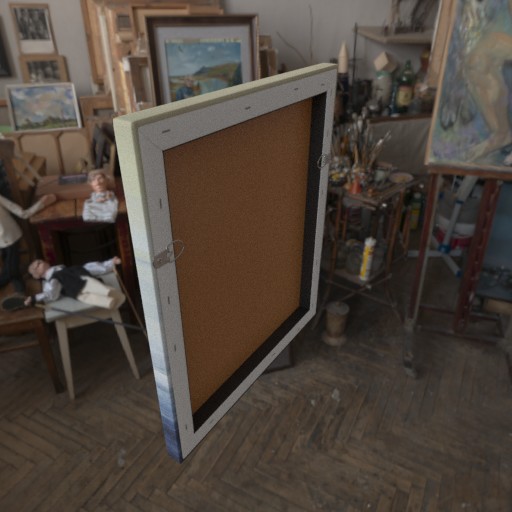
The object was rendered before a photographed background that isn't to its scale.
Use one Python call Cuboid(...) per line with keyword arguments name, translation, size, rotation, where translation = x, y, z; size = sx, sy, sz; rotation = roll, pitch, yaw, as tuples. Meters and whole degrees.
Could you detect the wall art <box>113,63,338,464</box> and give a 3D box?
Cuboid(name="wall art", translation=(0.000, 0.000, 0.966), size=(0.041, 0.710, 0.608), rotation=(20, 36, 29))
